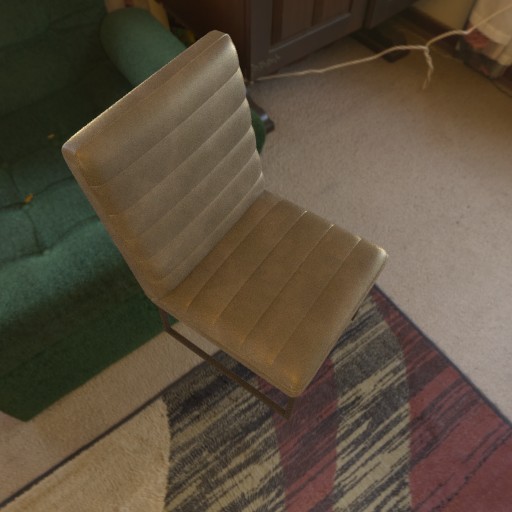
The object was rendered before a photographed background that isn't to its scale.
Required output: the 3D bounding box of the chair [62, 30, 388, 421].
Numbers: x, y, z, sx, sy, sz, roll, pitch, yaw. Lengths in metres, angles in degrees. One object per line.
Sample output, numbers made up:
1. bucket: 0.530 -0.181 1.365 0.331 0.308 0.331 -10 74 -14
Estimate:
1. chair: 0.000 0.000 1.280 0.634 0.930 0.520 31 63 18
